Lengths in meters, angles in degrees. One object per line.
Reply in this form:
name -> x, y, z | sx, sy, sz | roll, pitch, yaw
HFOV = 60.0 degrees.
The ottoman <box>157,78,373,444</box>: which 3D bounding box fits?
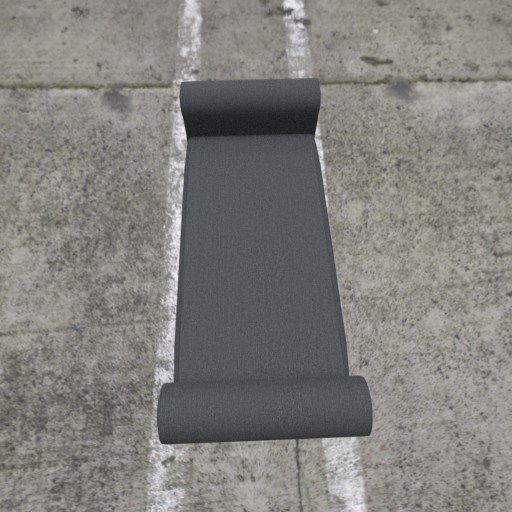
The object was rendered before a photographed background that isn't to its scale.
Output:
ottoman -> 0.000, 0.000, 1.552 | 0.521, 0.547, 1.256 | -2, 60, -1
